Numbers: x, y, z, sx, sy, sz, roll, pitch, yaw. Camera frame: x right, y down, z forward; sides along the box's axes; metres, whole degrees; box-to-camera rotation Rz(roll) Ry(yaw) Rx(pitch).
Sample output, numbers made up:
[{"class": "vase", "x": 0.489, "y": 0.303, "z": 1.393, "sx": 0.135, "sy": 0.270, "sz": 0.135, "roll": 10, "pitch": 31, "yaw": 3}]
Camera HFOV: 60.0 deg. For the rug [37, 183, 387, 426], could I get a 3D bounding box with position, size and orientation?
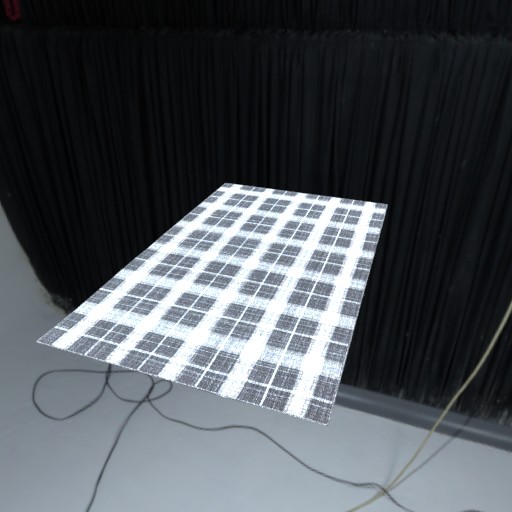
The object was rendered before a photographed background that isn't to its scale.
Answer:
[{"class": "rug", "x": 0.000, "y": 0.000, "z": 3.033, "sx": 1.520, "sy": 0.015, "sz": 2.434, "roll": 10, "pitch": 31, "yaw": 17}]
